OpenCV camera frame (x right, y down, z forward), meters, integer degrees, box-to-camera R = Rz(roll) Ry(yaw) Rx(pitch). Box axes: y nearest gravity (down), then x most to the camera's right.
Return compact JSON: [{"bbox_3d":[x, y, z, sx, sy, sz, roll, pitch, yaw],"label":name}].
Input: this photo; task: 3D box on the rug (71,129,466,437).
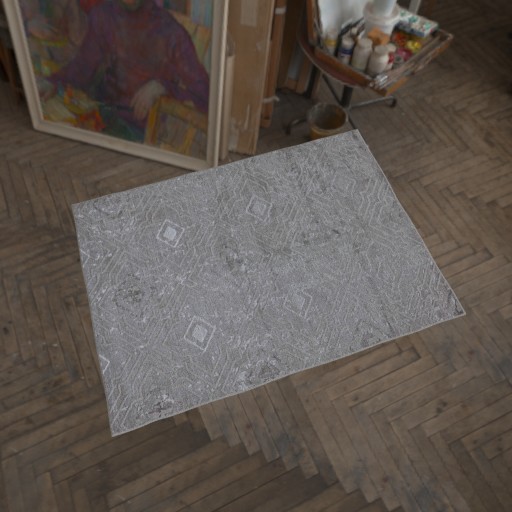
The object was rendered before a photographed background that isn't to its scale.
[{"bbox_3d":[0.000,0.000,4.455,3.359,0.020,2.448,-17,64,-9],"label":"rug"}]
